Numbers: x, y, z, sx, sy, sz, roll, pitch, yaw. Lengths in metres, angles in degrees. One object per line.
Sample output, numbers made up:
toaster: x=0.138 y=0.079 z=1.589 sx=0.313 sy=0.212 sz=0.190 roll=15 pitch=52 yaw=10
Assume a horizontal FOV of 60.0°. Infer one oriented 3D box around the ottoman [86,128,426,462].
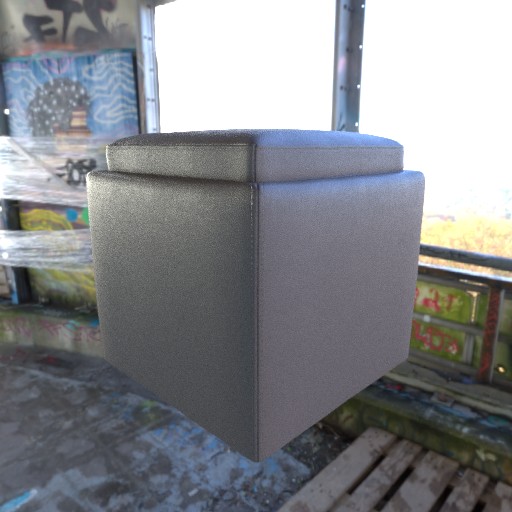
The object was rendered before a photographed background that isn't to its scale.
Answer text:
ottoman: x=0.000 y=0.000 z=0.836 sx=0.450 sy=0.460 sz=0.451 roll=14 pitch=19 yaw=43
